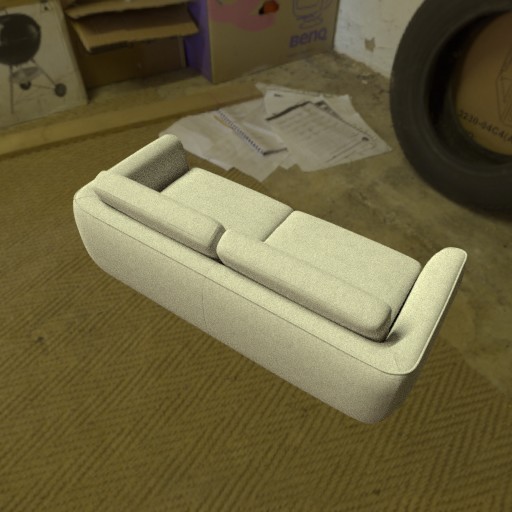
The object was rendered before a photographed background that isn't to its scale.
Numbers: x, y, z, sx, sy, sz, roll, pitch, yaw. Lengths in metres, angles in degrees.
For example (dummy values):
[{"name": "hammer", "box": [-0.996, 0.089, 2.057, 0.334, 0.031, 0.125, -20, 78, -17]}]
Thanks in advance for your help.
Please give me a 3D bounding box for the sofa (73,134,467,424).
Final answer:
[{"name": "sofa", "box": [0.000, 0.000, 2.447, 2.000, 0.850, 0.920, 26, 52, 22]}]
